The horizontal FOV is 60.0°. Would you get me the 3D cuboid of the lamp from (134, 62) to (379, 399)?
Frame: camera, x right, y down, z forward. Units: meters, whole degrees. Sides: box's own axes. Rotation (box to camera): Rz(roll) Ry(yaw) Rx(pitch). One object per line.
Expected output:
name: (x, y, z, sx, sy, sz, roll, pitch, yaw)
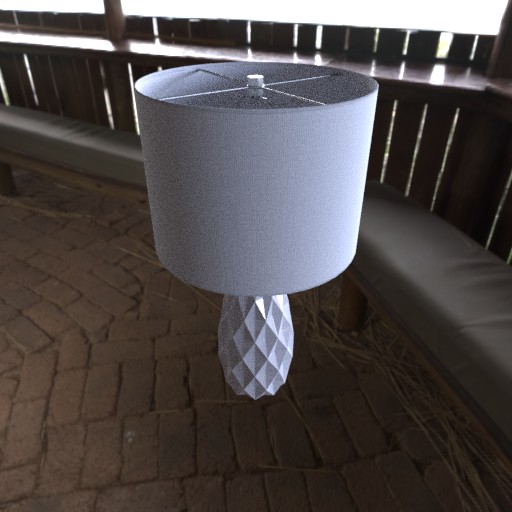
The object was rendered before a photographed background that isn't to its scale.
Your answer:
lamp: (0.000, 0.000, 0.686, 0.297, 0.522, 0.297, 0, 32, 0)
